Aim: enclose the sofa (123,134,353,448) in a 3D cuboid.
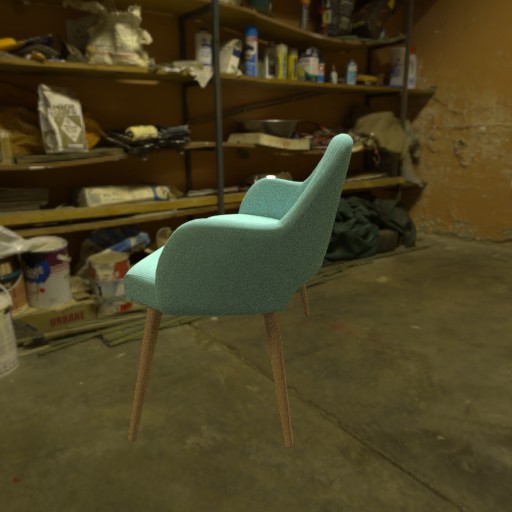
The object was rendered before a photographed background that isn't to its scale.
[{"bbox_3d":[0.000,0.000,1.592,0.610,0.840,1.150,2,15,9],"label":"sofa"}]
